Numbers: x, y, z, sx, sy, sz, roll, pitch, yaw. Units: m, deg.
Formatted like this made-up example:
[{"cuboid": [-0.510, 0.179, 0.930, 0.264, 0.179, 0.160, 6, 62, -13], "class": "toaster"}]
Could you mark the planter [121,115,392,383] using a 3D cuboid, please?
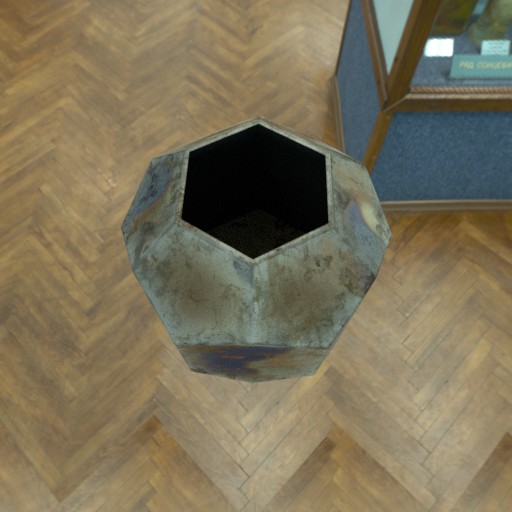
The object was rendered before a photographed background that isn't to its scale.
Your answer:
[{"cuboid": [0.000, 0.000, 0.443, 0.243, 0.238, 0.221, 2, 63, 1], "class": "planter"}]
